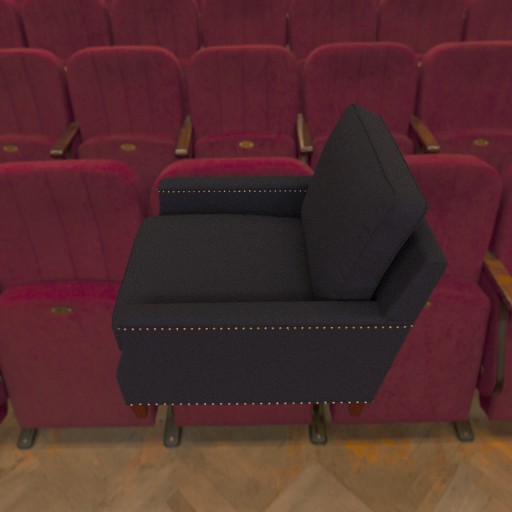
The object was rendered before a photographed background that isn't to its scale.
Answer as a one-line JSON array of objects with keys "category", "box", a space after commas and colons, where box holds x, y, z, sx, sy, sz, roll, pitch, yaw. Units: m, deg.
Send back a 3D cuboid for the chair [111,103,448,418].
[{"category": "chair", "box": [0.000, 0.000, 1.693, 1.014, 0.943, 0.853, 0, 41, -1]}]
